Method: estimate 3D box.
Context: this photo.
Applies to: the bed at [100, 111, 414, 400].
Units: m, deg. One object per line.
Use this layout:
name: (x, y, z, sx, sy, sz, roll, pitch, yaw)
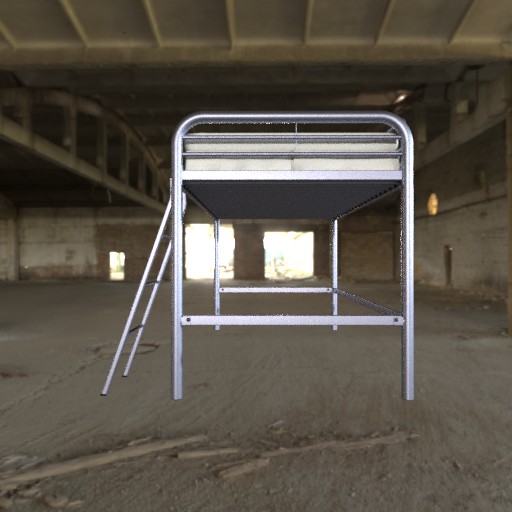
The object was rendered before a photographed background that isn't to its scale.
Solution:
bed: (0.000, 0.000, 2.942, 1.415, 1.288, 1.965, 0, 0, 0)
